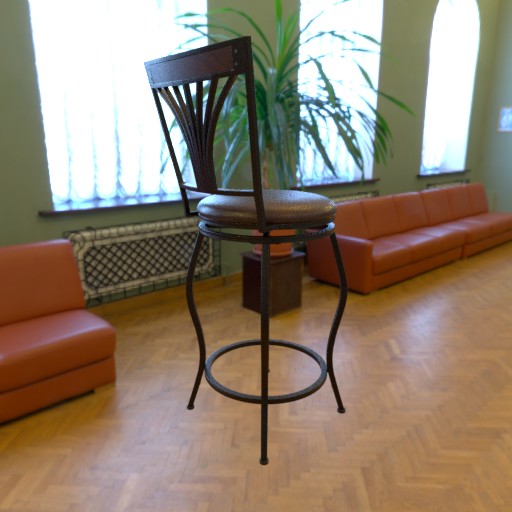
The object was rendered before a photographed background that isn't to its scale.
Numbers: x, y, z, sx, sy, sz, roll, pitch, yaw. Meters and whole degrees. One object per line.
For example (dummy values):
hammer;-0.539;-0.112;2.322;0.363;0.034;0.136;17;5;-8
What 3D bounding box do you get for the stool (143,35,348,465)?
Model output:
stool;0.000;0.000;1.367;0.514;1.117;0.433;-13;19;-41
